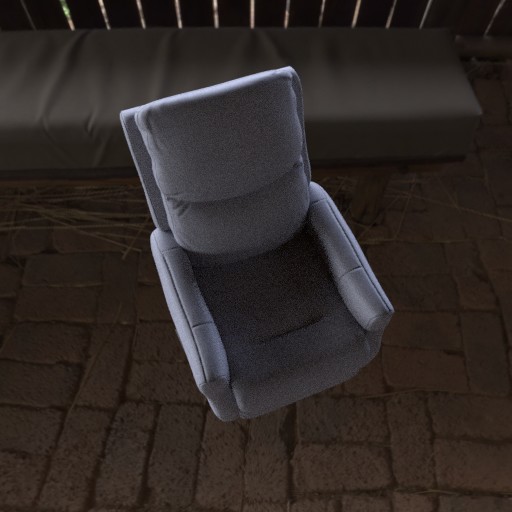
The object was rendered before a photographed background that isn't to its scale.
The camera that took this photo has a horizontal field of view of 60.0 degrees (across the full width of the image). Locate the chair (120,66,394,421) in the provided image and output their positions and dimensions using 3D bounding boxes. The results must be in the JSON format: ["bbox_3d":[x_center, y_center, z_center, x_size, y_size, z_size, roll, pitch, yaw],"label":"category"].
[{"bbox_3d":[0.000,0.000,1.799,0.829,1.030,1.080,-19,64,-10],"label":"chair"}]
